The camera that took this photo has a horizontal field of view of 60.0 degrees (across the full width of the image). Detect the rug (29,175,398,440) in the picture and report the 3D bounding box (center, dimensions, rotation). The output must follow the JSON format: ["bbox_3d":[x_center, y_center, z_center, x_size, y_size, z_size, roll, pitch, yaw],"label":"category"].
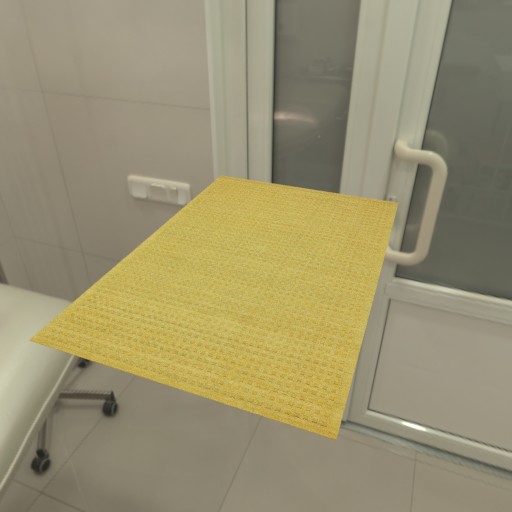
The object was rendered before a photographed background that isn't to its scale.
[{"bbox_3d":[0.000,0.000,3.659,1.981,0.006,2.895,12,35,18],"label":"rug"}]
